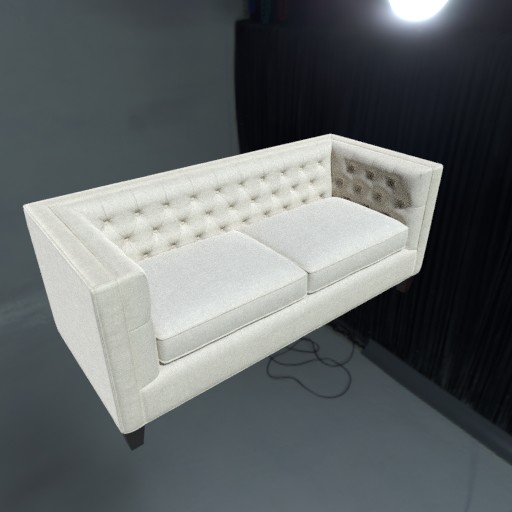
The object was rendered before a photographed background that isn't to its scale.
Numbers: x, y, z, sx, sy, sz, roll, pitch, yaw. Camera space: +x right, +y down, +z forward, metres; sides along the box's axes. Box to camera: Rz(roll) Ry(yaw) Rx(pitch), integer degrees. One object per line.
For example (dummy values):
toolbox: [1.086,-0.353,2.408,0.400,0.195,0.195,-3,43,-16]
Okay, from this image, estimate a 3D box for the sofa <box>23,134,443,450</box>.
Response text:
sofa: [0.000,0.000,2.166,1.778,0.762,0.775,-21,36,-32]
